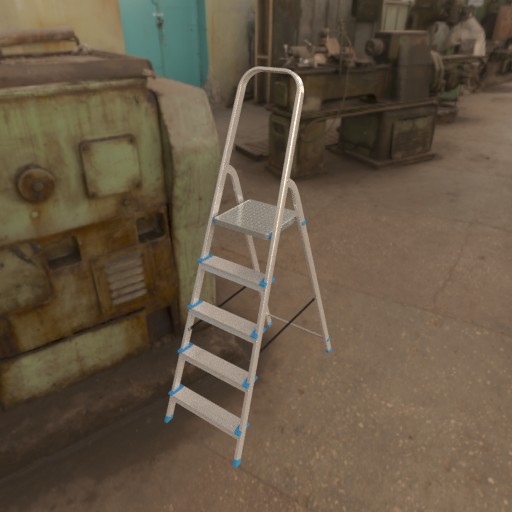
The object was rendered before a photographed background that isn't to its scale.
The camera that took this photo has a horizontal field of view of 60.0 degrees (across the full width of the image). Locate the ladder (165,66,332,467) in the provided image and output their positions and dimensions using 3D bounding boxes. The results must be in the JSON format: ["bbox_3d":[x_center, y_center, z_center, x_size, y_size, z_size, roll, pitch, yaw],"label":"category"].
[{"bbox_3d":[0.000,0.000,2.119,0.468,1.648,0.990,19,34,30],"label":"ladder"}]
